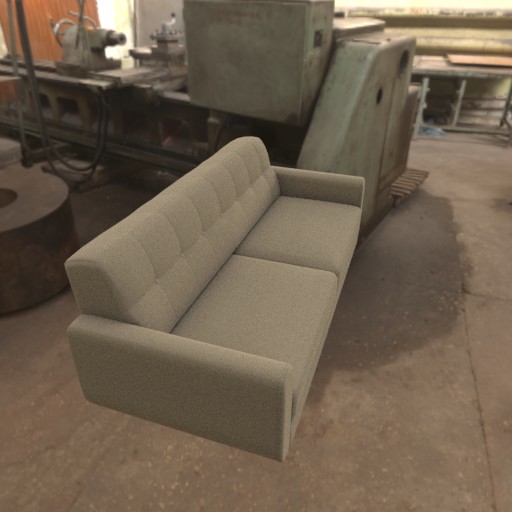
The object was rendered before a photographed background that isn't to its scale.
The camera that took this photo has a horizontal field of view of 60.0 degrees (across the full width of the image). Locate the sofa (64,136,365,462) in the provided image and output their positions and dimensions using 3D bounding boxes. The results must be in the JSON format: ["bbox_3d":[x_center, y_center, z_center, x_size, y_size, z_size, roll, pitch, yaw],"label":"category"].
[{"bbox_3d":[0.000,0.000,2.593,0.980,0.892,2.137,10,32,17],"label":"sofa"}]
